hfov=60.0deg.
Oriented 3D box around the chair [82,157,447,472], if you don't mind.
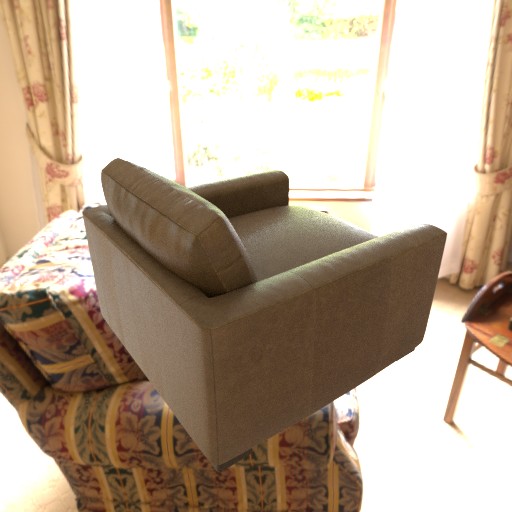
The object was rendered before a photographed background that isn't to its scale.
[{"bbox_3d":[0.000,0.000,1.850,1.080,0.807,1.106,-18,32,-32],"label":"chair"}]
